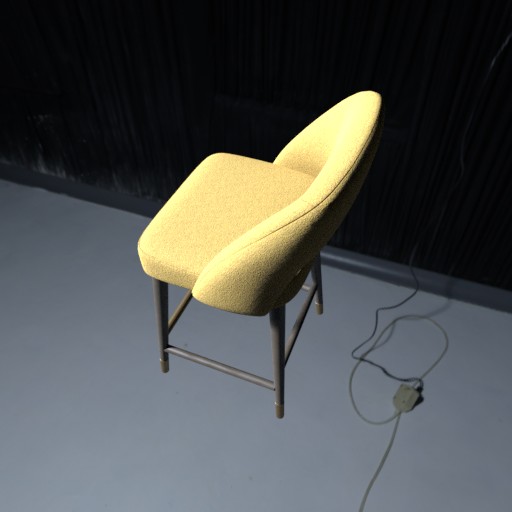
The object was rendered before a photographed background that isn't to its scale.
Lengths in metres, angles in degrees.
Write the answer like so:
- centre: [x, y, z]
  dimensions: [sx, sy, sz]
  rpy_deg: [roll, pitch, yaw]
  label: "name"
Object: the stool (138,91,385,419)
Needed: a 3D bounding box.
- centre: [0.000, 0.000, 1.263]
  dimensions: [0.522, 0.939, 0.536]
  rpy_deg: [17, 50, 15]
  label: "stool"
